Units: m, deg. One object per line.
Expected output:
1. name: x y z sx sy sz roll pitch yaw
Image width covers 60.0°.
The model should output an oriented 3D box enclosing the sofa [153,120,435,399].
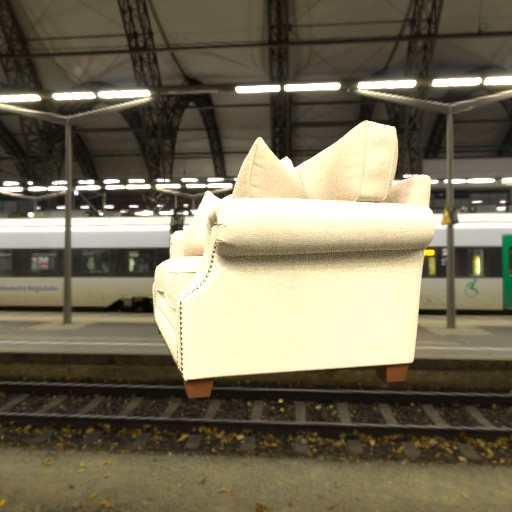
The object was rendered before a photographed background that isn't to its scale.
1. sofa: 0.000 0.000 2.289 0.966 0.966 1.701 0 -1 -16
